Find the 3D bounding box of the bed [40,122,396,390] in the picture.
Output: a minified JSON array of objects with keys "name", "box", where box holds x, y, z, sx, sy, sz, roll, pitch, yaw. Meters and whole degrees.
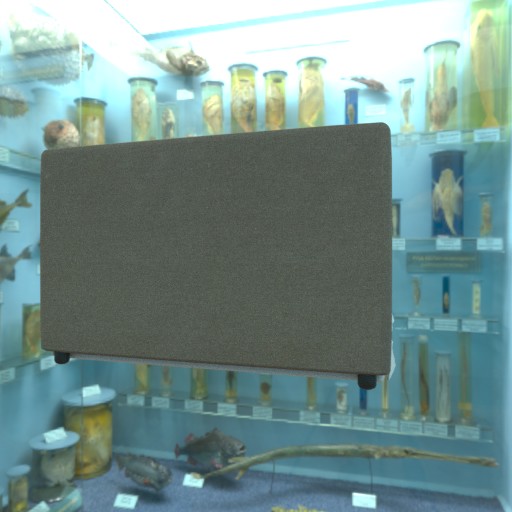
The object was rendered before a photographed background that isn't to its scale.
[{"name":"bed","box":[0.000,0.000,3.500,2.119,1.317,2.341,0,0,16]}]
